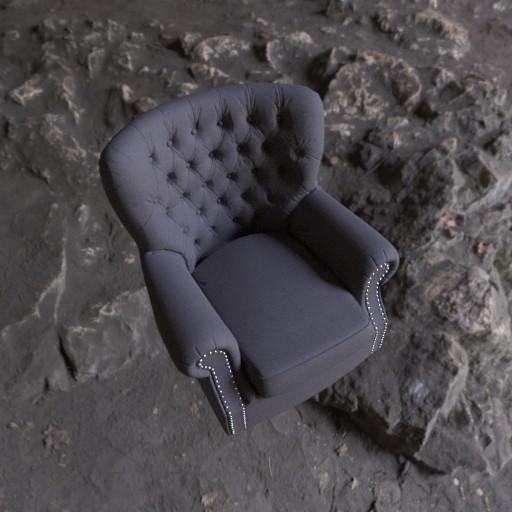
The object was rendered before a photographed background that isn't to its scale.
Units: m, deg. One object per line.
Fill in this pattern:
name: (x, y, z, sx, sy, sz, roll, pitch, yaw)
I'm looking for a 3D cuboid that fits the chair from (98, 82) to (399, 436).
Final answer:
chair: (0.000, 0.000, 1.819, 0.983, 1.046, 0.983, -24, 51, -21)
